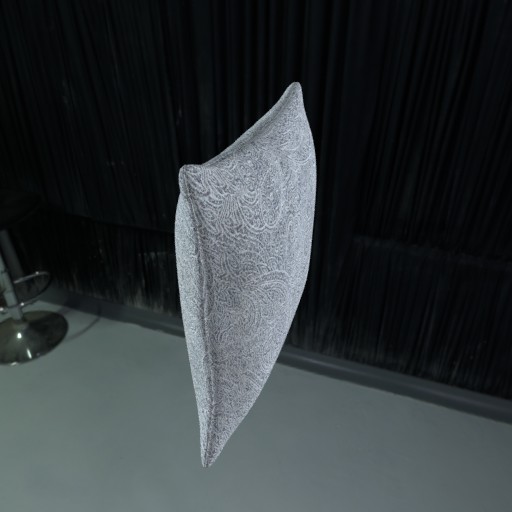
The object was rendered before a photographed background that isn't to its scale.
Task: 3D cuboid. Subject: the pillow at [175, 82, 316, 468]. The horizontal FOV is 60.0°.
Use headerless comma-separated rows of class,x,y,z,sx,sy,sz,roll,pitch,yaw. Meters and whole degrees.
pillow,0.000,0.000,0.795,0.166,0.510,0.523,9,32,15
